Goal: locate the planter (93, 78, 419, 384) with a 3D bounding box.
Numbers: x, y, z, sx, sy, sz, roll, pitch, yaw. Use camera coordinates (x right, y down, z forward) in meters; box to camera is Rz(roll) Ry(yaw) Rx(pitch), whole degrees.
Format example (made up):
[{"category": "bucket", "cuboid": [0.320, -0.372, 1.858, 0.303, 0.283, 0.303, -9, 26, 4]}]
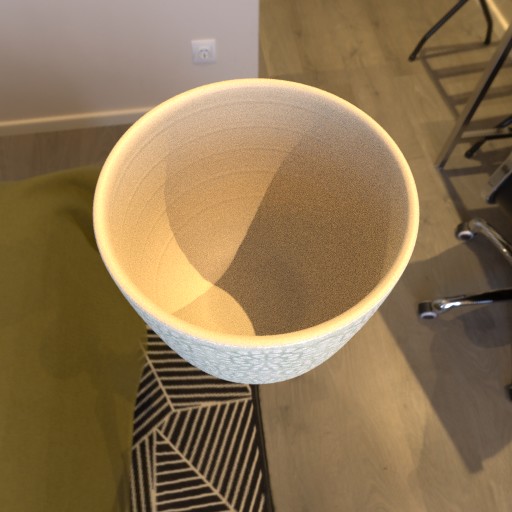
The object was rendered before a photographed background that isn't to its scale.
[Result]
[{"category": "planter", "cuboid": [0.000, 0.000, 0.217, 0.124, 0.109, 0.124, 0, 62, 0]}]
